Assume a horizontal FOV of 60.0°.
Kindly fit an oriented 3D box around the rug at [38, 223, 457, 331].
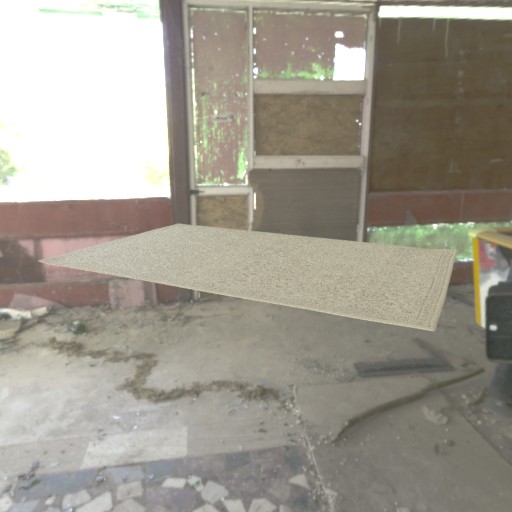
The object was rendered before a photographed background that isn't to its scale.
[{"bbox_3d":[0.000,0.000,2.410,1.947,0.023,1.214,7,16,26],"label":"rug"}]
